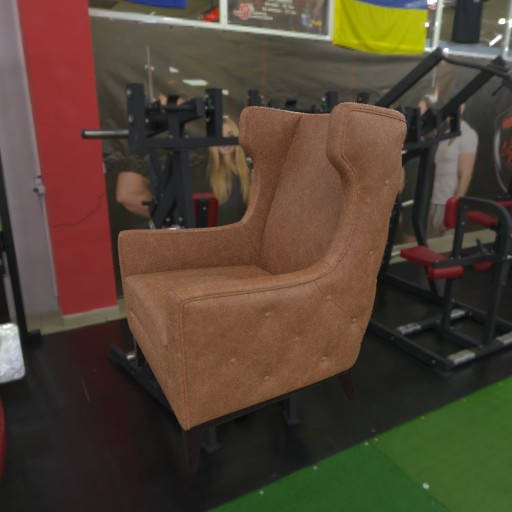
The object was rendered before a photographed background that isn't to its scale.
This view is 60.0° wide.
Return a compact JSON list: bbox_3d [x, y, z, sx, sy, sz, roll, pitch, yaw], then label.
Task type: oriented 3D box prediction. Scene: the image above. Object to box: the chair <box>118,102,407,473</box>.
[{"bbox_3d":[0.000,0.000,1.666,0.899,1.079,0.766,-9,20,-26],"label":"chair"}]
